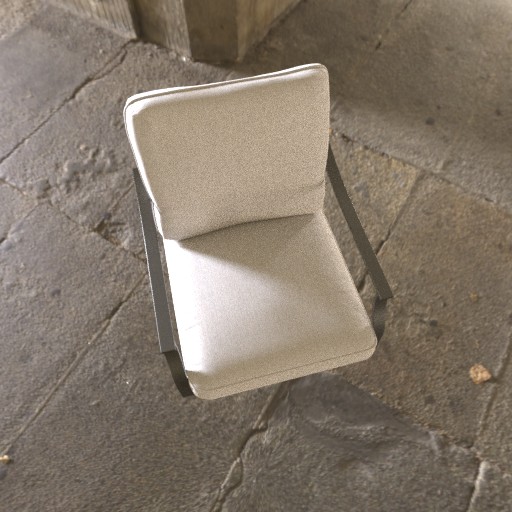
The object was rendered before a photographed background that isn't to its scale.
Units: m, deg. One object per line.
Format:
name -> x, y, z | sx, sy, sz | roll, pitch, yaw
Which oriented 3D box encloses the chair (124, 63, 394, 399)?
chair -> 0.000, 0.000, 1.428 | 0.650, 0.860, 0.787 | -13, 65, -6
